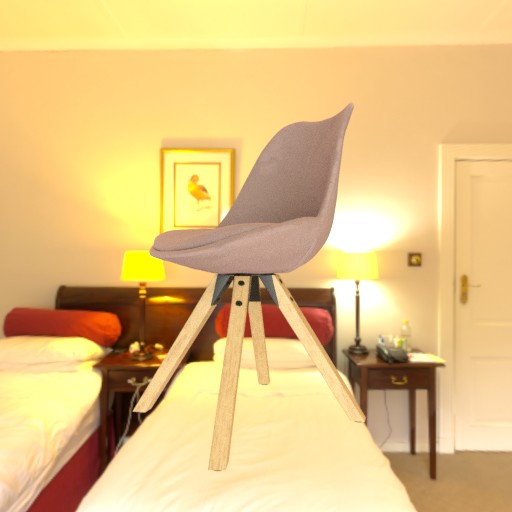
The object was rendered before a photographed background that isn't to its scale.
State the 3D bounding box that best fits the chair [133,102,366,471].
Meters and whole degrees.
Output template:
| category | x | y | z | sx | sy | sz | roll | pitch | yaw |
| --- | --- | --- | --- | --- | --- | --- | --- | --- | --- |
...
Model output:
| category | x | y | z | sx | sy | sz | roll | pitch | yaw |
| --- | --- | --- | --- | --- | --- | --- | --- | --- | --- |
| chair | 0.000 | 0.000 | 1.188 | 0.550 | 0.850 | 0.485 | 0 | 1 | -37 |
